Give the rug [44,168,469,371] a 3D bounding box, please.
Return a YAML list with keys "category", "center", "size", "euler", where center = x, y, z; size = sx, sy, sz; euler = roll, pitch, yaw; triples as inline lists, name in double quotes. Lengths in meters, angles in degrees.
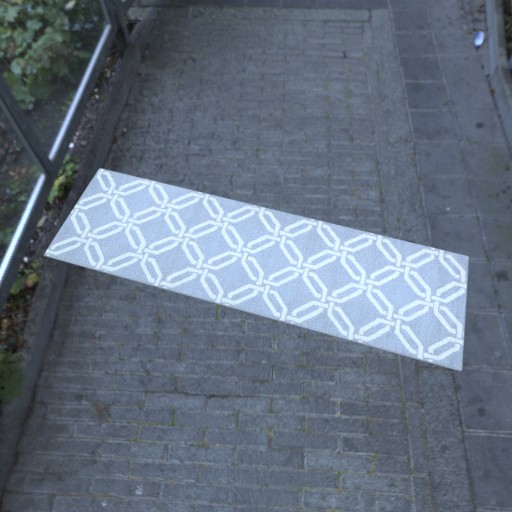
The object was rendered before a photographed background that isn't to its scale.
- category: "rug"
  center: [0.000, 0.000, 2.473]
  size: [2.276, 0.014, 0.678]
  euler: [14, 60, 9]
